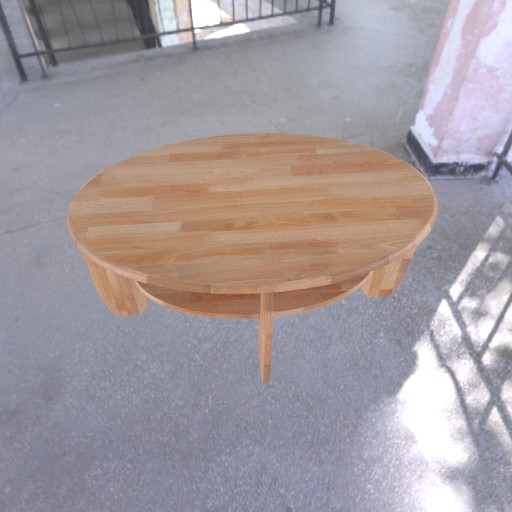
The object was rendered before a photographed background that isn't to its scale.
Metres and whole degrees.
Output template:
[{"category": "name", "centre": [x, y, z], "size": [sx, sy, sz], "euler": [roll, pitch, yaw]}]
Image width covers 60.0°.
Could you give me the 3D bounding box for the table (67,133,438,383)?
[{"category": "table", "centre": [0.000, 0.000, 1.409], "size": [1.040, 0.490, 0.690], "euler": [-4, 46, -4]}]
